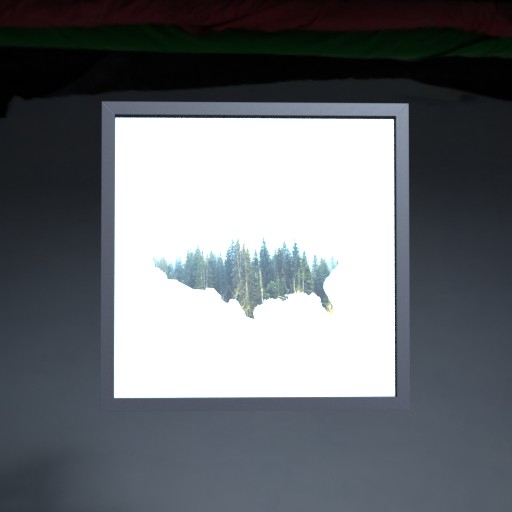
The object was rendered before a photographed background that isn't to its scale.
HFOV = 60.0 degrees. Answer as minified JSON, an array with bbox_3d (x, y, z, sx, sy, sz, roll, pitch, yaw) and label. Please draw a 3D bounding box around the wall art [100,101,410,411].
[{"bbox_3d":[0.000,0.000,0.752,0.509,0.509,0.040,0,-1,-1],"label":"wall art"}]
